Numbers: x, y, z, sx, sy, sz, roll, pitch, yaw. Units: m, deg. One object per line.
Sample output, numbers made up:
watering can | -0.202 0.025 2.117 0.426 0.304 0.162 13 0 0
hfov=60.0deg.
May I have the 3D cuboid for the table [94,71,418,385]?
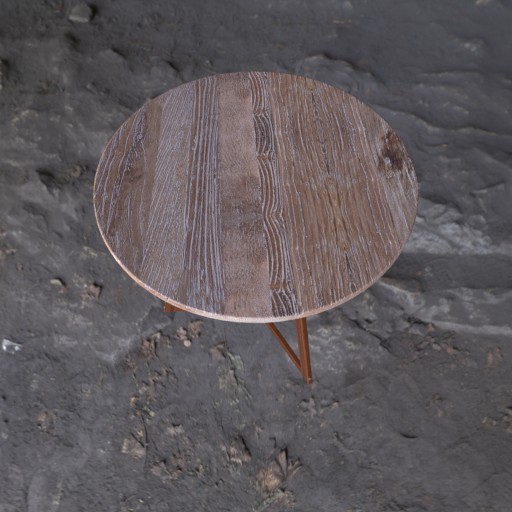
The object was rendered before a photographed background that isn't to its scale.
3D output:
table | 0.000 0.000 0.903 0.500 0.500 0.500 0 58 0
